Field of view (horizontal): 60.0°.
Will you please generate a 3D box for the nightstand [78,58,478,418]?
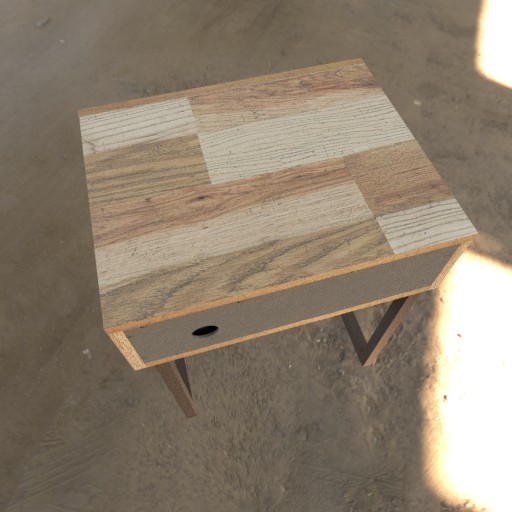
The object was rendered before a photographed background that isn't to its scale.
[{"bbox_3d":[0.000,0.000,1.013,0.558,0.632,0.481,-14,59,-8],"label":"nightstand"}]
